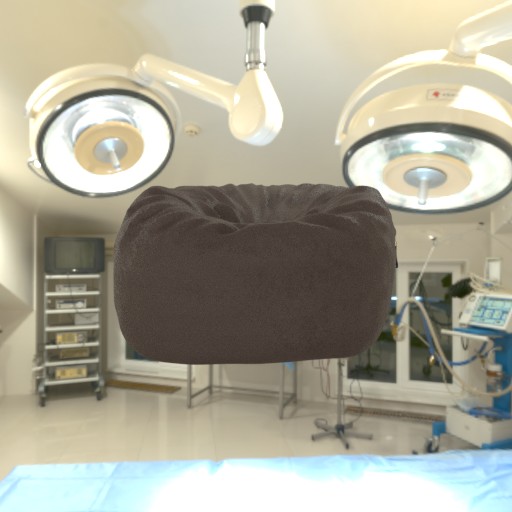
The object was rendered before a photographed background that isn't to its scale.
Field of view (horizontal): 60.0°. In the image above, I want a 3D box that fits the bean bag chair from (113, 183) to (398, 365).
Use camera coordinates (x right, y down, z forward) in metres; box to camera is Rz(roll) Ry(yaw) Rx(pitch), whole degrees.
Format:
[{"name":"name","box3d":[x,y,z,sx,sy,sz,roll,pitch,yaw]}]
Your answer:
[{"name":"bean bag chair","box3d":[0.000,0.000,2.043,1.245,0.821,1.245,0,-1,0]}]
